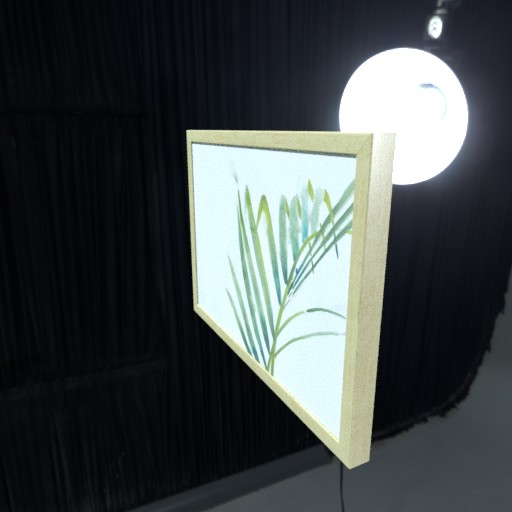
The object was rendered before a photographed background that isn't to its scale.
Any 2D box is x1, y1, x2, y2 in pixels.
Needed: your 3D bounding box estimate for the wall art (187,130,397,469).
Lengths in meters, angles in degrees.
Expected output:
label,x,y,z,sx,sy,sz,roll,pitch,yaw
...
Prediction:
label,x,y,z,sx,sy,sz,roll,pitch,yaw
wall art,0.000,0.000,0.701,0.032,0.381,0.533,-8,18,-26
